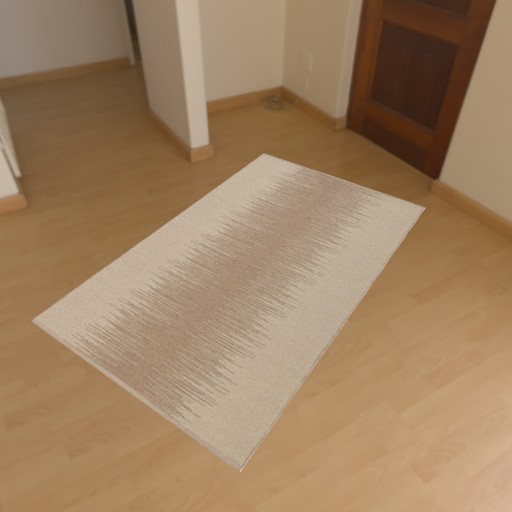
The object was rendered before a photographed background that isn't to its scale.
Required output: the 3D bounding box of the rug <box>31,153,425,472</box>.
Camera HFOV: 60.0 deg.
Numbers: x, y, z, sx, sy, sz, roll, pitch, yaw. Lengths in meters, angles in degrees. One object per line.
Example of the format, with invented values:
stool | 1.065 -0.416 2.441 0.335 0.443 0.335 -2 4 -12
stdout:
rug | 0.000 0.000 3.020 1.522 0.012 2.440 25 47 25
